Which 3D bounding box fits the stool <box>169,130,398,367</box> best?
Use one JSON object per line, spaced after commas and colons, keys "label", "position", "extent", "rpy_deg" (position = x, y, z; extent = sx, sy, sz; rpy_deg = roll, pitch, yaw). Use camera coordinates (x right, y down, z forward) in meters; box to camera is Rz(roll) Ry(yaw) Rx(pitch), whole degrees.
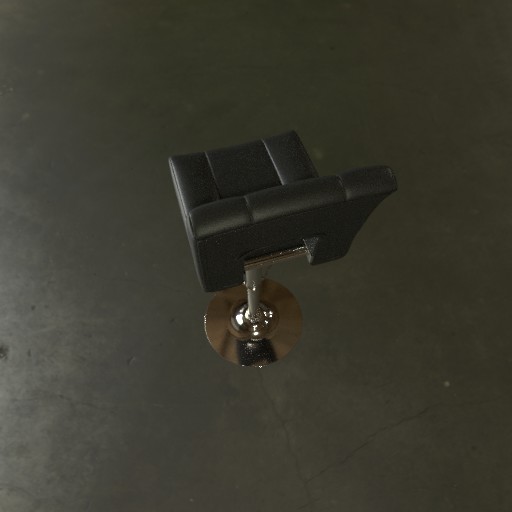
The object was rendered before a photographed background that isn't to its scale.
{"label": "stool", "position": [0.000, 0.000, 1.378], "extent": [0.415, 1.151, 0.520], "rpy_deg": [-14, 60, -9]}
